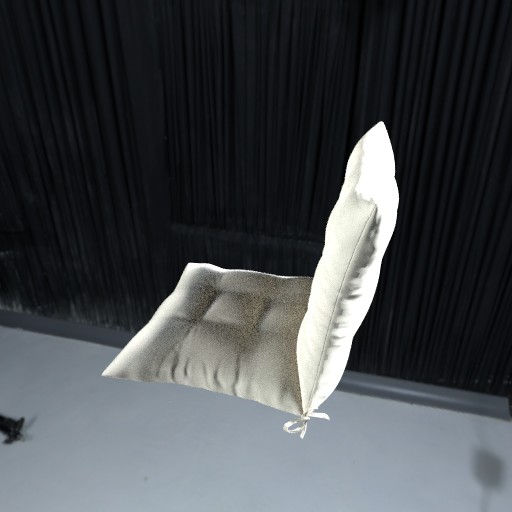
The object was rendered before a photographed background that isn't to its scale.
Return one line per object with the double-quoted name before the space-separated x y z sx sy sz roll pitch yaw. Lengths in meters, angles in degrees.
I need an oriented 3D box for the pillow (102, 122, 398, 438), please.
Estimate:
"pillow" 0.000 0.000 1.031 0.585 0.536 0.541 8 31 13
